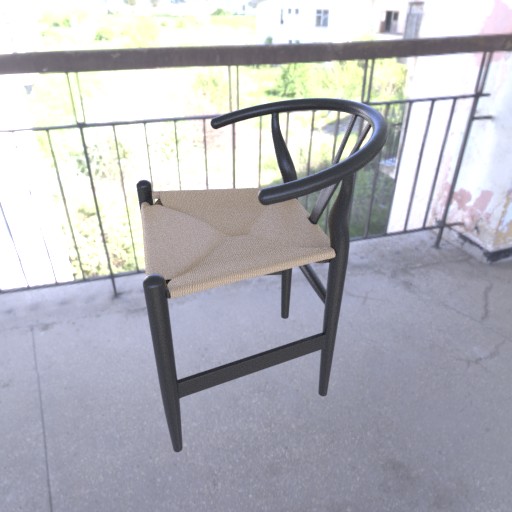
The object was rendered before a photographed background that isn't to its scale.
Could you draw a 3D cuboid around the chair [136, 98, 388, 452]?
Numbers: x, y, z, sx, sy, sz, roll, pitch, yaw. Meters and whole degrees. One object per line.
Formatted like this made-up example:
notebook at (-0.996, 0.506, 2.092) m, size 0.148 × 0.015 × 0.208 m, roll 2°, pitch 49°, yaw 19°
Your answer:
chair at (0.000, 0.000, 1.170) m, size 0.570 × 0.739 × 0.570 m, roll -8°, pitch 32°, yaw -12°
